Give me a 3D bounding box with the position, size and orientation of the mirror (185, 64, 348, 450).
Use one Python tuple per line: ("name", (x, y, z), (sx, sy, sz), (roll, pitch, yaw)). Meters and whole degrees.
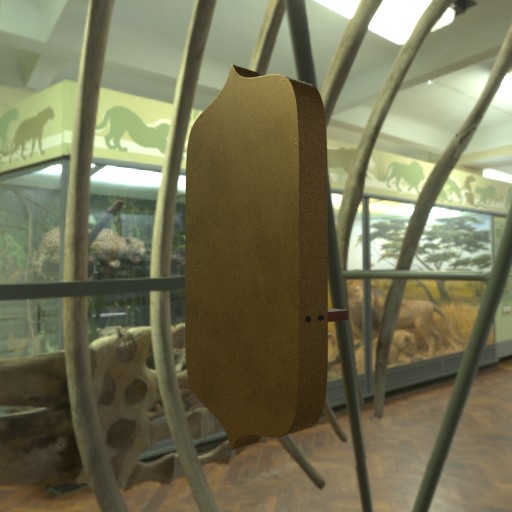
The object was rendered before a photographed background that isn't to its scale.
("mirror", (0.000, 0.000, 0.732), (0.096, 0.613, 0.323), (1, -1, -36))
